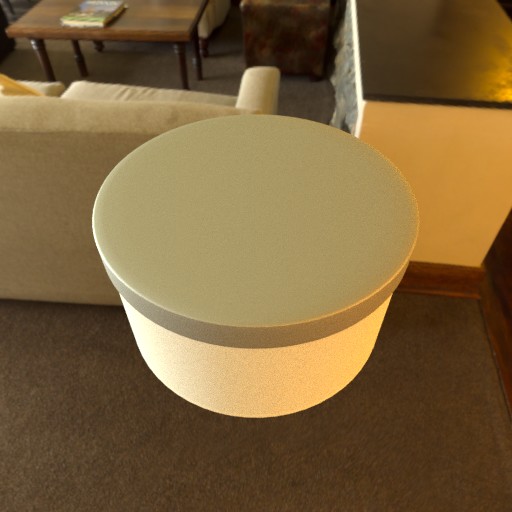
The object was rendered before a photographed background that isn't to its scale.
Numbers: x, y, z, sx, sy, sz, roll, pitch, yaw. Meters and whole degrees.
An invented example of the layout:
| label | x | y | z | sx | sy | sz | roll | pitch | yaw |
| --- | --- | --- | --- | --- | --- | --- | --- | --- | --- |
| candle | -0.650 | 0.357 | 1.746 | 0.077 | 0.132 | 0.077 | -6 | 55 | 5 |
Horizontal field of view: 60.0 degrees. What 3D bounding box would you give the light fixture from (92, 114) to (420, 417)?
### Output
| label | x | y | z | sx | sy | sz | roll | pitch | yaw |
| --- | --- | --- | --- | --- | --- | --- | --- | --- | --- |
| light fixture | 0.000 | 0.000 | 0.630 | 0.393 | 0.229 | 0.393 | 0 | 47 | 0 |
